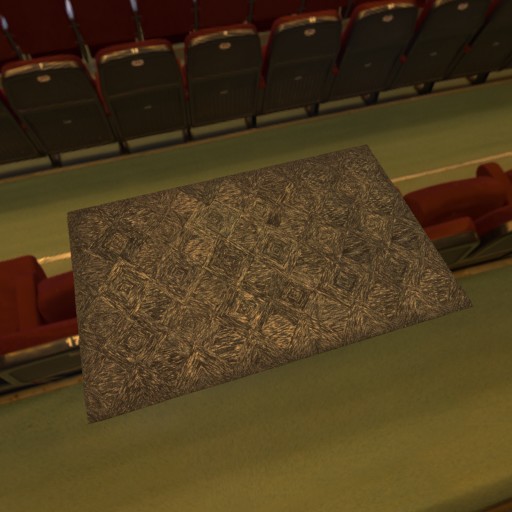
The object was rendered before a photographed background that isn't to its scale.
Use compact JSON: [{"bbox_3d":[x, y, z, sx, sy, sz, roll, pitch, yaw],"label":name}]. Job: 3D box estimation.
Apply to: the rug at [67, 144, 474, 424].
[{"bbox_3d":[0.000,0.000,2.199,1.754,0.010,1.139,-15,57,-10],"label":"rug"}]
